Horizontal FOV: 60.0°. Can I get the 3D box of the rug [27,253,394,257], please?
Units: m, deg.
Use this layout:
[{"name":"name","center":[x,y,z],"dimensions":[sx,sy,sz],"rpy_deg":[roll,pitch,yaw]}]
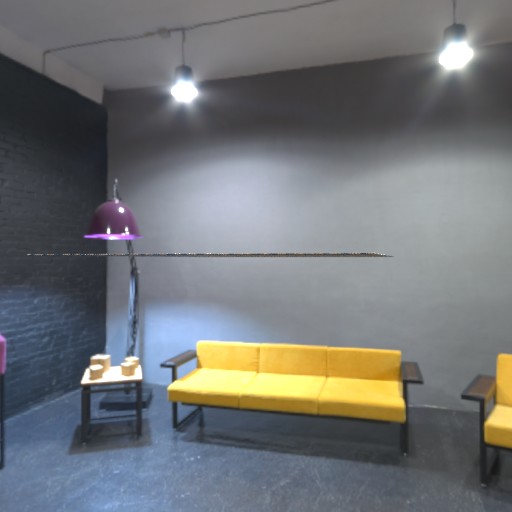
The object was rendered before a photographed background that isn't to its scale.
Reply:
[{"name":"rug","center":[0.000,0.000,4.249],"dimensions":[2.453,0.008,3.059],"rpy_deg":[0,0,19]}]
